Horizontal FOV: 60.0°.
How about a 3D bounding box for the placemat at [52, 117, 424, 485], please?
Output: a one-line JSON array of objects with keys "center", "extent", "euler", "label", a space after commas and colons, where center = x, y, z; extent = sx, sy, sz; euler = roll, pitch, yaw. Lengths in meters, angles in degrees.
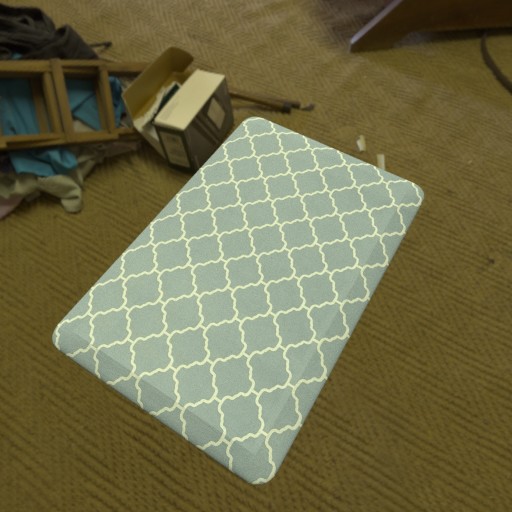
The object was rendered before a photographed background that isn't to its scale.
[{"center": [0.000, 0.000, 0.963], "extent": [0.508, 0.021, 0.762], "euler": [28, 63, 16], "label": "placemat"}]
